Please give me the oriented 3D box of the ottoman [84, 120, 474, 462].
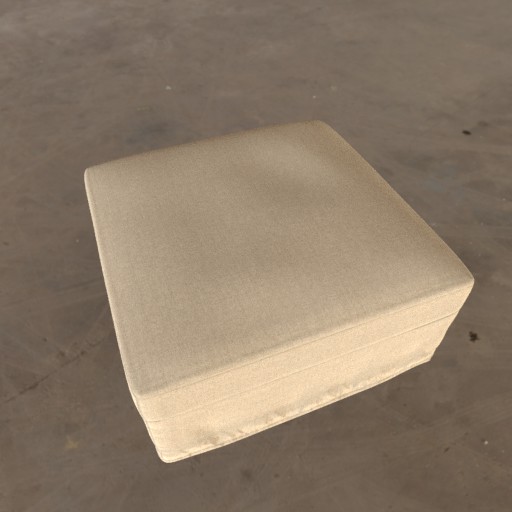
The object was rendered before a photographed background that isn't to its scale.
[{"bbox_3d":[0.000,0.000,1.326,0.843,0.436,0.840,-16,49,-15],"label":"ottoman"}]
